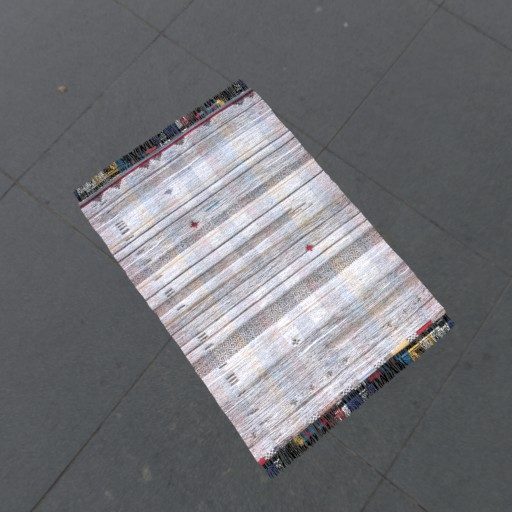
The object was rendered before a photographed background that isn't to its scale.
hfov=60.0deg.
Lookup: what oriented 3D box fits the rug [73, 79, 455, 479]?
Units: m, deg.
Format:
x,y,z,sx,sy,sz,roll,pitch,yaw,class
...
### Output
x,y,z,sx,sy,sz,roll,pitch,yaw,class
0.000,0.000,2.361,1.217,0.012,1.848,-36,79,-8,rug
